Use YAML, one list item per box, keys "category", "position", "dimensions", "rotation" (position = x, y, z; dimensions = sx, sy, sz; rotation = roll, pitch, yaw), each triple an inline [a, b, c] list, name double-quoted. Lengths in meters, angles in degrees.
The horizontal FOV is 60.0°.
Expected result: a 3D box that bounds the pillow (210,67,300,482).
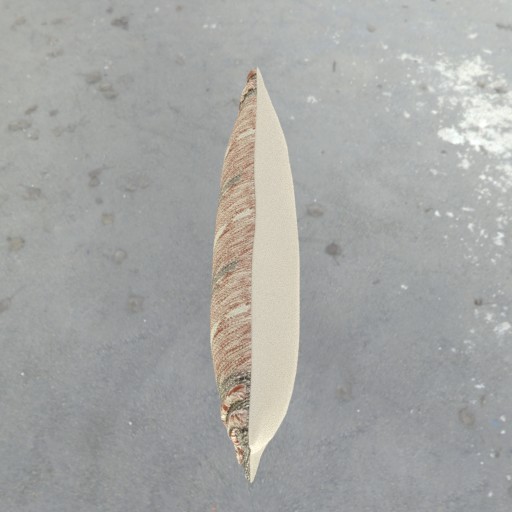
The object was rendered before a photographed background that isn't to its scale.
- category: "pillow"
  position: [0.000, 0.000, 0.720]
  dimensions: [0.139, 0.282, 0.635]
  rotation: [1, 58, 0]
